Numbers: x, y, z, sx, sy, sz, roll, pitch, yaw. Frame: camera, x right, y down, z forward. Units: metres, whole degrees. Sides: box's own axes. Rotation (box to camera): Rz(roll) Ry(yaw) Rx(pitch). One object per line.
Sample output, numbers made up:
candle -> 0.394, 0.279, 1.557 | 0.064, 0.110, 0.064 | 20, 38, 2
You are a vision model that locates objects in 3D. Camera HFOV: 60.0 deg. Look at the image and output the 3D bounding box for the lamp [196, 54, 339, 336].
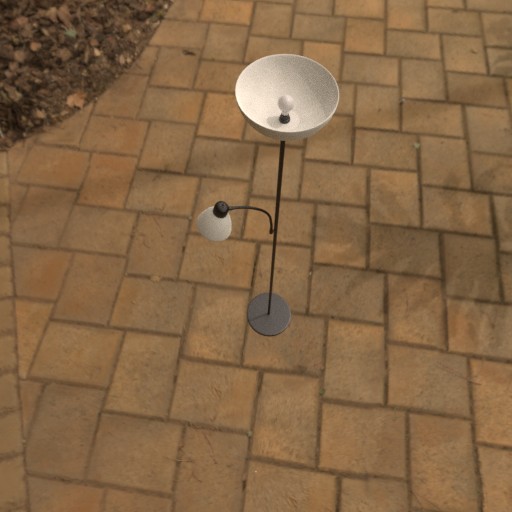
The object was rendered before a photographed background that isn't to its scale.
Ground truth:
lamp -> 0.000, 0.000, 1.932 | 0.442, 1.804, 0.279 | -19, 66, -9
